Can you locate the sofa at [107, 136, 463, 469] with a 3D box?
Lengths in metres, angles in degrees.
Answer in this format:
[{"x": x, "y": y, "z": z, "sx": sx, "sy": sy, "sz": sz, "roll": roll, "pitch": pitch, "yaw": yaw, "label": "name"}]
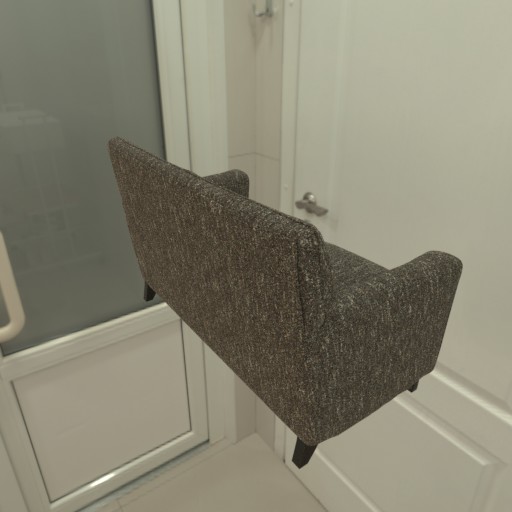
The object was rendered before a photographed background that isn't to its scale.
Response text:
[{"x": 0.000, "y": 0.000, "z": 2.027, "sx": 0.801, "sy": 0.946, "sz": 1.519, "roll": -18, "pitch": 31, "yaw": -31, "label": "sofa"}]
